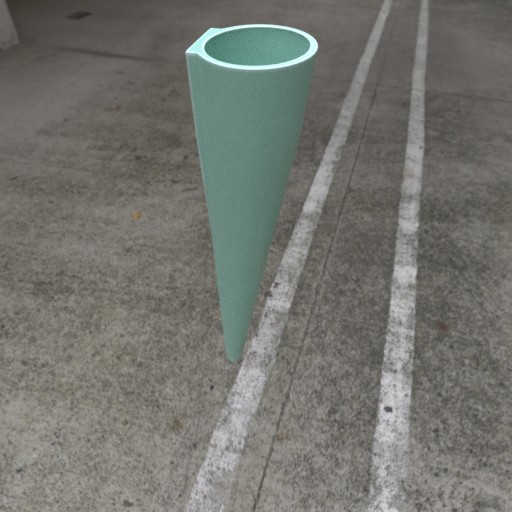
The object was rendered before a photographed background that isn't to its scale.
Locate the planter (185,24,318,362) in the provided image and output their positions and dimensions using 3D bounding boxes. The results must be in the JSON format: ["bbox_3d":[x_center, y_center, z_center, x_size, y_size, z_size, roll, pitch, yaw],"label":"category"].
[{"bbox_3d":[0.000,0.000,0.291,0.055,0.268,0.054,12,46,12],"label":"planter"}]
